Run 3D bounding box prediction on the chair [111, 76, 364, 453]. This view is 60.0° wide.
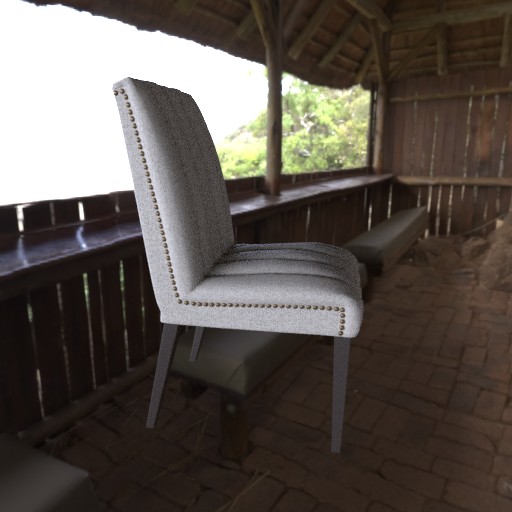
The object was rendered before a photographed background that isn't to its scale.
[{"bbox_3d":[0.000,0.000,1.387,0.647,1.016,0.511,3,16,10],"label":"chair"}]
